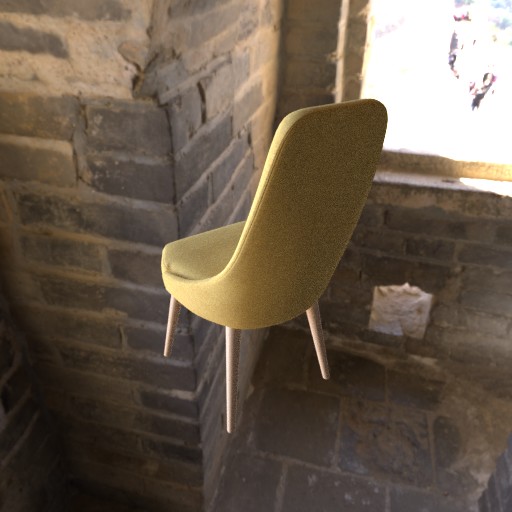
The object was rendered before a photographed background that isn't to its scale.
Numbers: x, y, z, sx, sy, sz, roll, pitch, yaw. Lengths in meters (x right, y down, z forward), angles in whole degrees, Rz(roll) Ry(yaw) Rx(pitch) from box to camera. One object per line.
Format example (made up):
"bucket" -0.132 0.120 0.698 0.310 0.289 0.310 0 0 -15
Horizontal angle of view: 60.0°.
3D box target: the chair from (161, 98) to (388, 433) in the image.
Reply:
"chair" 0.000 0.000 1.403 0.510 1.040 0.660 -19 36 -29
